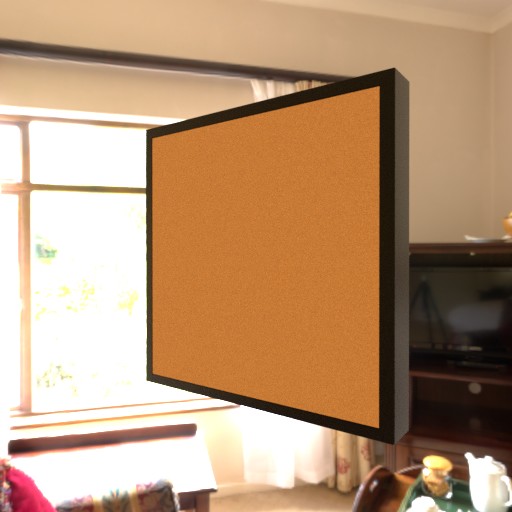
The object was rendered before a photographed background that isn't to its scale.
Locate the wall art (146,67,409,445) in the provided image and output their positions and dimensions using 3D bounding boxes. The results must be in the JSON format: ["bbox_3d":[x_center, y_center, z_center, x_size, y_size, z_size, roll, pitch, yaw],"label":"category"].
[{"bbox_3d":[0.000,0.000,0.454,0.299,0.299,0.037,0,0,36],"label":"wall art"}]
